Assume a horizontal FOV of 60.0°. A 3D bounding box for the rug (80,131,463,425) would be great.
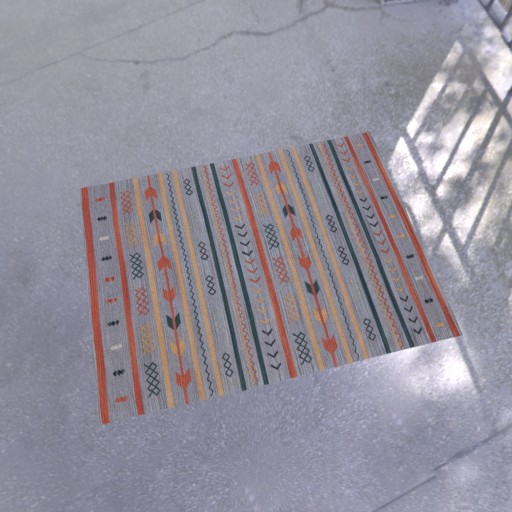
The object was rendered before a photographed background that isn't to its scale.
[{"bbox_3d":[0.000,0.000,4.032,3.029,0.022,2.263,-12,65,-6],"label":"rug"}]
